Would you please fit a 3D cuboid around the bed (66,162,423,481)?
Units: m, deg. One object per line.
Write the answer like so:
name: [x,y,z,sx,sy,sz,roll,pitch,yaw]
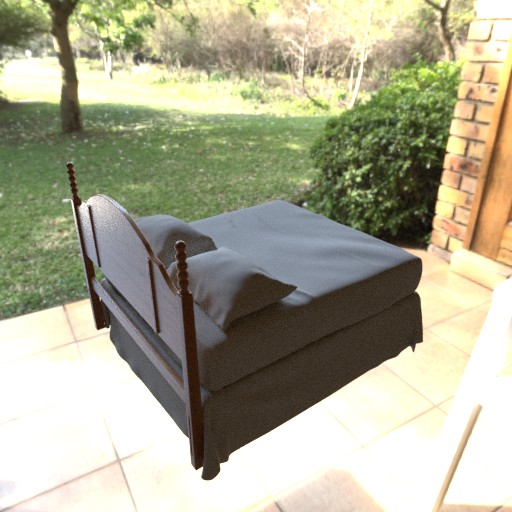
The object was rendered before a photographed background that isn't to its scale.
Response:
bed: [0.000,0.000,3.246,2.040,1.356,1.873,-18,32,-32]
